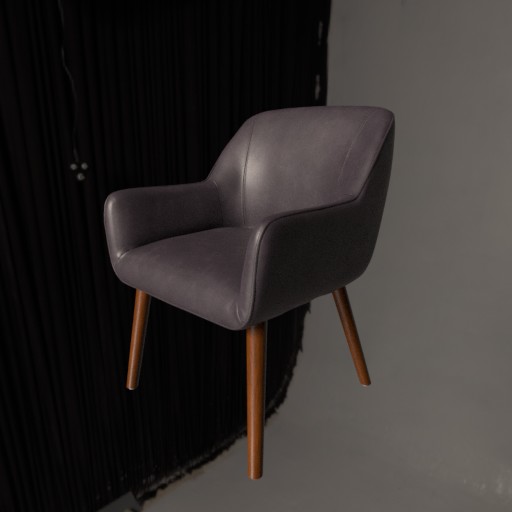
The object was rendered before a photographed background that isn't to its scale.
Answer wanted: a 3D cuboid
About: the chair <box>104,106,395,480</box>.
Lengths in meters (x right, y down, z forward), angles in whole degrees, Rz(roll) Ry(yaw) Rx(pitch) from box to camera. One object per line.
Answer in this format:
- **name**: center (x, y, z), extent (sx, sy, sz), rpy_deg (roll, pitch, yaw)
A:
- **chair**: center (0.000, 0.000, 1.259), extent (0.610, 0.828, 0.610), rpy_deg (14, 21, 42)
